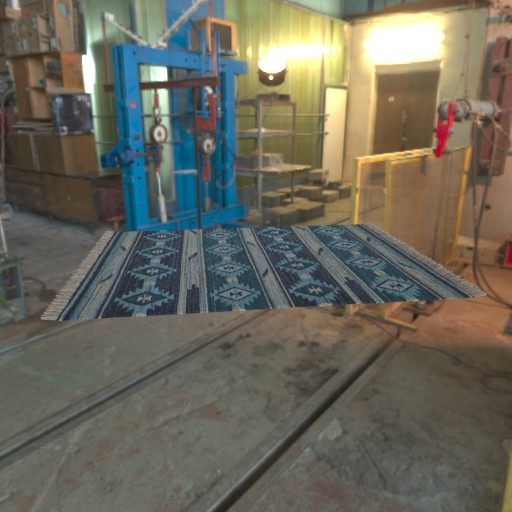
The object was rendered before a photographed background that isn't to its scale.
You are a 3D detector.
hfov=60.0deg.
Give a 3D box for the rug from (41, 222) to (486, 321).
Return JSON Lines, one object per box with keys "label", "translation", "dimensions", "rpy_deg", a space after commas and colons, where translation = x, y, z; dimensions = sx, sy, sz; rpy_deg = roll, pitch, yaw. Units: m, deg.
{"label": "rug", "translation": [0.000, 0.000, 4.341], "dimensions": [3.307, 0.047, 2.418], "rpy_deg": [-2, 18, -7]}
